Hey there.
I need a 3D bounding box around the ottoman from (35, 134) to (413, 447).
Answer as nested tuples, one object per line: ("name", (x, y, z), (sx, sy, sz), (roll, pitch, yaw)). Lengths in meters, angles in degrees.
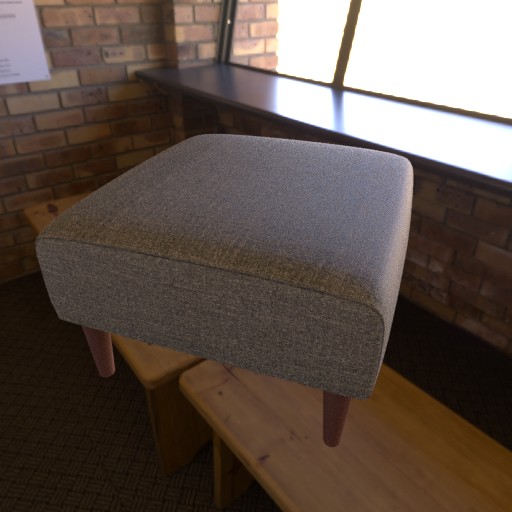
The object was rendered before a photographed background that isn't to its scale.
("ottoman", (0.000, 0.000, 1.034), (0.648, 0.399, 0.655), (11, 33, 17))
